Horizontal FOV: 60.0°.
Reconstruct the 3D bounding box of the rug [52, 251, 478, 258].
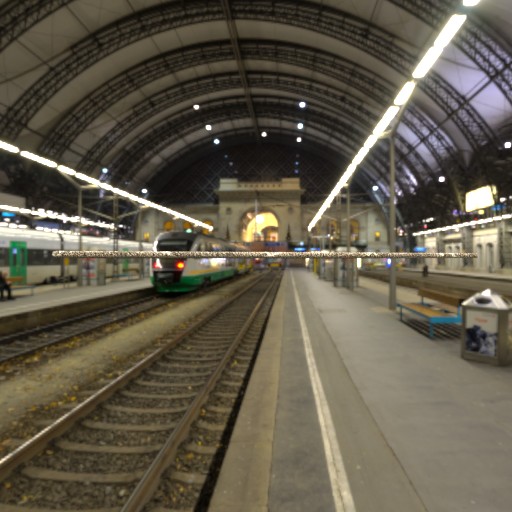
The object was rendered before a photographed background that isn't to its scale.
[{"bbox_3d":[0.000,0.000,3.121,2.438,0.030,1.524,0,0,-17],"label":"rug"}]
